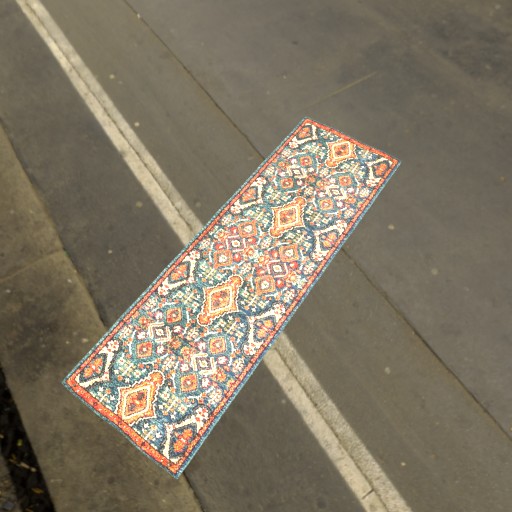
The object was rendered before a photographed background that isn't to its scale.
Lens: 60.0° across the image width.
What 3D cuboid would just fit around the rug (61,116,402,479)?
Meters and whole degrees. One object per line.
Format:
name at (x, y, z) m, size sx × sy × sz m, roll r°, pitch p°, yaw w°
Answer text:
rug at (0.000, 0.000, 2.725) m, size 0.801 × 0.010 × 2.459 m, roll 31°, pitch 64°, yaw 17°
